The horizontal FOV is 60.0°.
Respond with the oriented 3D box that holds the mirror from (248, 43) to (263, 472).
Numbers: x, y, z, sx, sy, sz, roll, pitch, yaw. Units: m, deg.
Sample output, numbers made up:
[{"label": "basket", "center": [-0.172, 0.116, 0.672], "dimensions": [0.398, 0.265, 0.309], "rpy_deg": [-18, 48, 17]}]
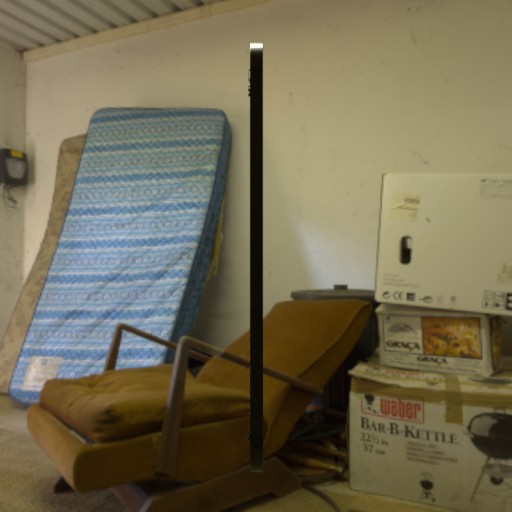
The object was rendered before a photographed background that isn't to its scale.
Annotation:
[{"label": "mirror", "center": [0.000, 0.000, 1.050], "dimensions": [0.032, 0.991, 0.222], "rpy_deg": [0, -1, 0]}]
